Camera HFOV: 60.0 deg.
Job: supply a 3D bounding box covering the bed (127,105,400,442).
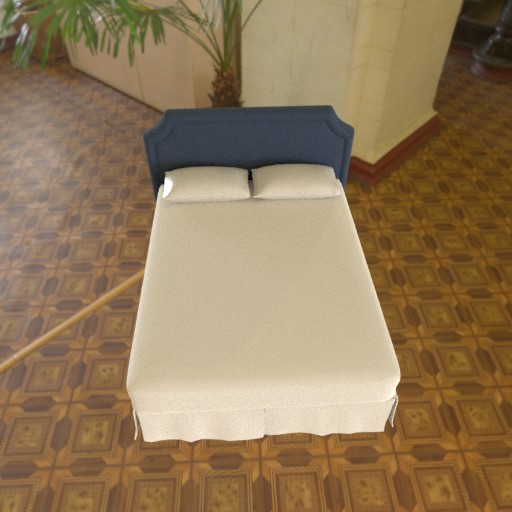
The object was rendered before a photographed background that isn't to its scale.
[{"bbox_3d":[0.000,0.000,3.348,1.831,1.297,2.260,-2,45,-2],"label":"bed"}]
